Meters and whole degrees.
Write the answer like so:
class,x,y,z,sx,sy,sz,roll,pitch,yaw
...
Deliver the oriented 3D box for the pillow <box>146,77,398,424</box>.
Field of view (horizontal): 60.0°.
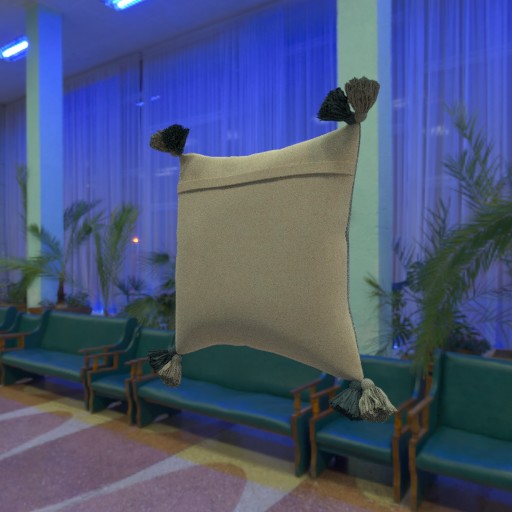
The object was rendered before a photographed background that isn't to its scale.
class,x,y,z,sx,sy,sz,roll,pitch,yaw
pillow,0.000,0.000,0.938,0.614,0.634,0.138,0,0,37
